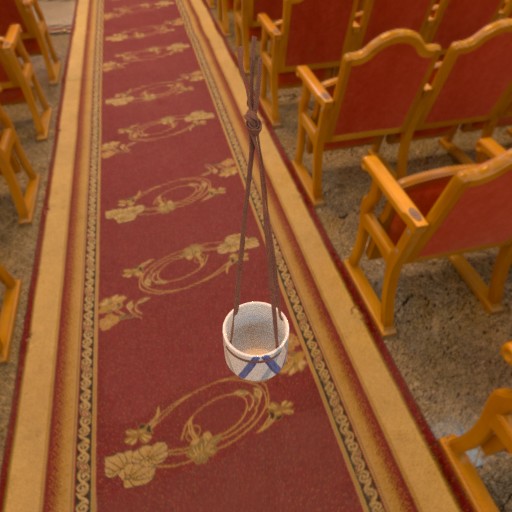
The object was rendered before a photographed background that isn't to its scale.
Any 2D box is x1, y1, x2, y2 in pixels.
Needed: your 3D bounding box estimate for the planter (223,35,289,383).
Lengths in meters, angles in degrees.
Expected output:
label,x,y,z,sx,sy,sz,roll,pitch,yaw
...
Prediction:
label,x,y,z,sx,sy,sz,roll,pitch,yaw
planter,0.000,0.000,0.834,0.153,0.753,0.157,-10,47,-9
